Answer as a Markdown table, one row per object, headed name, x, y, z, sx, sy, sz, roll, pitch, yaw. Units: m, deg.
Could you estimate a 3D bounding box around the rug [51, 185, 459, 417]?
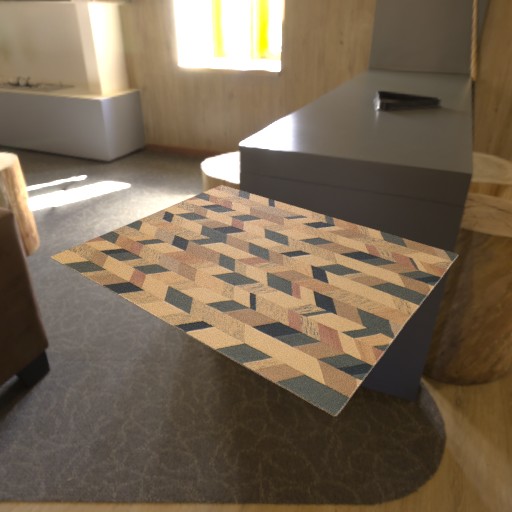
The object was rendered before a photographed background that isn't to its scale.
| name | x | y | z | sx | sy | sz | roll | pitch | yaw |
| --- | --- | --- | --- | --- | --- | --- | --- | --- | --- |
| rug | 0.000 | 0.000 | 4.242 | 3.072 | 0.011 | 2.451 | 21 | 36 | 32 |
